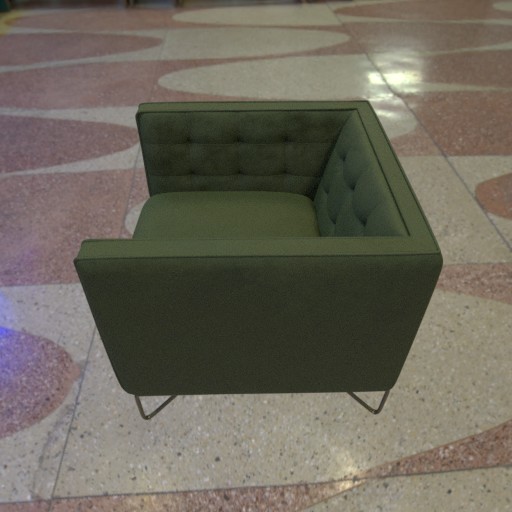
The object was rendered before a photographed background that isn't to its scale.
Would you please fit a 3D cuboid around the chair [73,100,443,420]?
[{"bbox_3d":[0.000,0.000,1.591,0.894,0.790,0.880,-1,43,-1],"label":"chair"}]
